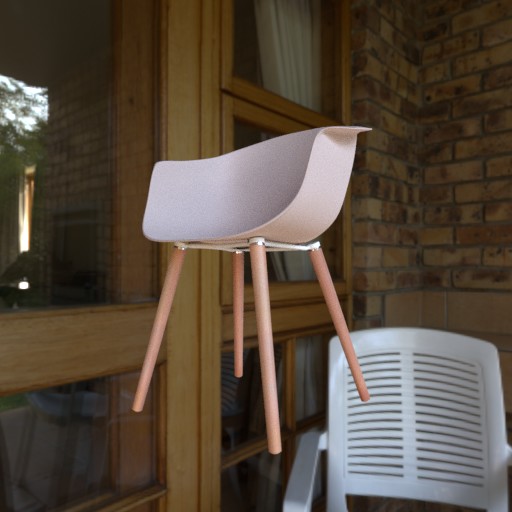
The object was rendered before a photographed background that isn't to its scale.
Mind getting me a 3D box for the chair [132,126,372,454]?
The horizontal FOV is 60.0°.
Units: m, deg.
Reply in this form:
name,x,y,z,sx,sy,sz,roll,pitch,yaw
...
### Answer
name,x,y,z,sx,sy,sz,roll,pitch,yaw
chair,0.000,0.000,1.167,0.593,0.781,0.504,-1,-1,37
